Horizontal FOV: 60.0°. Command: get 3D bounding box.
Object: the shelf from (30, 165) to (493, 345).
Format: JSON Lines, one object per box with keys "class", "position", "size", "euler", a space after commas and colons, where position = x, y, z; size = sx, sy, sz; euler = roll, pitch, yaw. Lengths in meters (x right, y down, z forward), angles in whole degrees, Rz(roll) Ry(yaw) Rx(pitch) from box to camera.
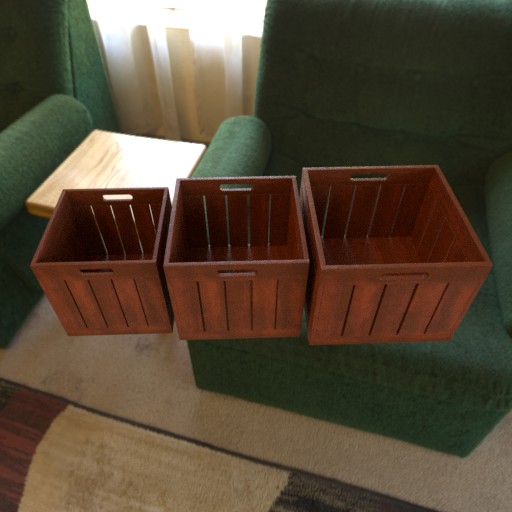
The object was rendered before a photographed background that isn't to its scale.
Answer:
{"class": "shelf", "position": [0.000, 0.000, 1.242], "size": [1.064, 0.311, 0.393], "euler": [-1, 46, -1]}
